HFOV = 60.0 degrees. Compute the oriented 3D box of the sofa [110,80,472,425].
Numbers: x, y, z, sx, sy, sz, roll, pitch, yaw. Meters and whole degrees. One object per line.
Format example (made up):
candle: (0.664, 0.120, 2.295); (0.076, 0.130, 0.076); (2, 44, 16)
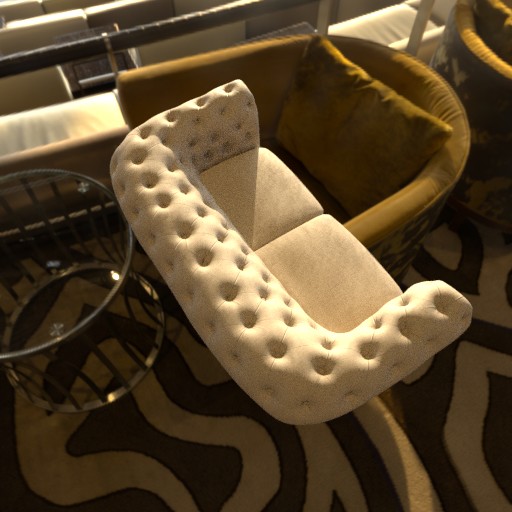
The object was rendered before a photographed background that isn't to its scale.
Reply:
sofa: (0.000, 0.000, 2.509); (1.069, 0.835, 1.988); (-29, 62, -17)
